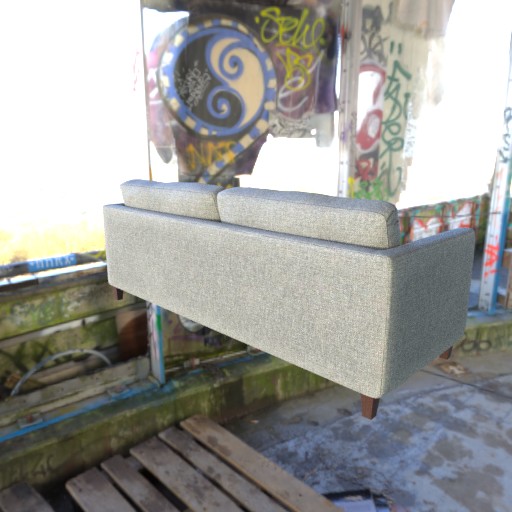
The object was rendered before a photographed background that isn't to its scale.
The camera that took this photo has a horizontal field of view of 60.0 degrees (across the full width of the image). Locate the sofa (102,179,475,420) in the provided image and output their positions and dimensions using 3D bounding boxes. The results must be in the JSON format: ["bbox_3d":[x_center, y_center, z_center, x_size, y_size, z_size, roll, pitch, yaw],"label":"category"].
[{"bbox_3d":[0.000,0.000,2.919,2.434,0.951,0.948,13,19,43],"label":"sofa"}]
